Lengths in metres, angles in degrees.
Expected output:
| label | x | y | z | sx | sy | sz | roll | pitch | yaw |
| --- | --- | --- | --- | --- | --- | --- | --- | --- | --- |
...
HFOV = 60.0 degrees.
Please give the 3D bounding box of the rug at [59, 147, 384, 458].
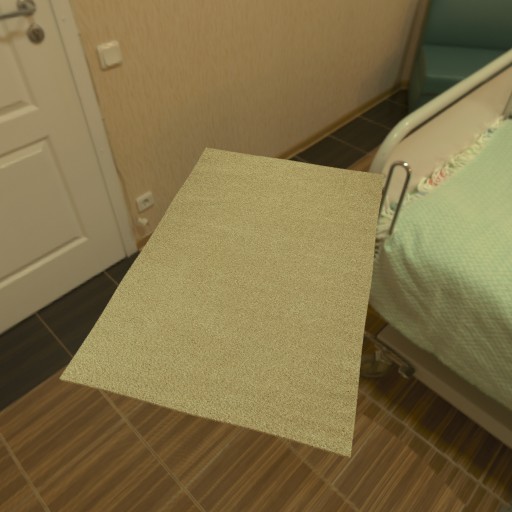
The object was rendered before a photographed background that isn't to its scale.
| label | x | y | z | sx | sy | sz | roll | pitch | yaw |
| --- | --- | --- | --- | --- | --- | --- | --- | --- | --- |
| rug | 0.000 | 0.000 | 3.495 | 1.800 | 0.025 | 2.699 | 11 | 47 | 10 |
